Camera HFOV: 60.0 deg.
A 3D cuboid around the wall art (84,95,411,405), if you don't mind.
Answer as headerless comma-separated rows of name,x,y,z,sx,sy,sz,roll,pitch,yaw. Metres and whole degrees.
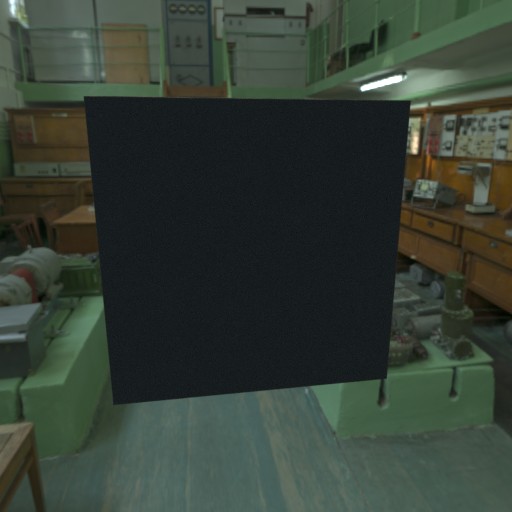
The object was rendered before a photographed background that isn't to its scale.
wall art,0.000,0.000,1.136,0.762,0.762,0.038,-3,15,-10
